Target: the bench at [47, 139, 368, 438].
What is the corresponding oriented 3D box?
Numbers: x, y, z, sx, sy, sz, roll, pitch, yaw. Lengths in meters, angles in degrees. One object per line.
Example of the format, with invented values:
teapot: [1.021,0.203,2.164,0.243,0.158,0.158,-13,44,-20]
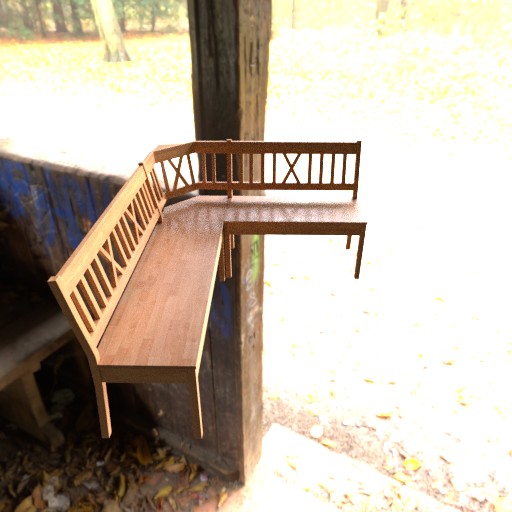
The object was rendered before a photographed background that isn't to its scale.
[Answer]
bench: [0.000,0.000,2.719,1.537,0.902,1.937,1,30,1]
